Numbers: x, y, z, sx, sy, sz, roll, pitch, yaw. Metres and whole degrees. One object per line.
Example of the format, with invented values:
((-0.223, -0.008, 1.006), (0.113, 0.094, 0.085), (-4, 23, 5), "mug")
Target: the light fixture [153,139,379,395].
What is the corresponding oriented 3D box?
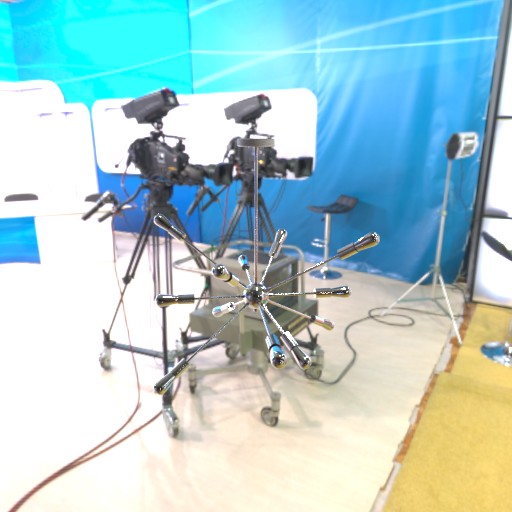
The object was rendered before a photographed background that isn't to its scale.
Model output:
((0.000, 0.000, 1.092), (0.509, 0.558, 0.684), (-2, 16, -7), "light fixture")
